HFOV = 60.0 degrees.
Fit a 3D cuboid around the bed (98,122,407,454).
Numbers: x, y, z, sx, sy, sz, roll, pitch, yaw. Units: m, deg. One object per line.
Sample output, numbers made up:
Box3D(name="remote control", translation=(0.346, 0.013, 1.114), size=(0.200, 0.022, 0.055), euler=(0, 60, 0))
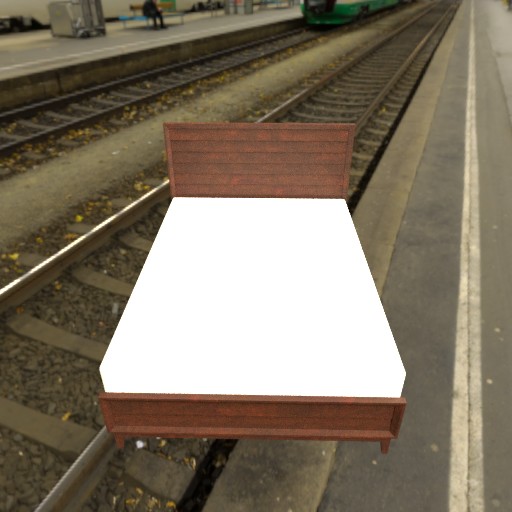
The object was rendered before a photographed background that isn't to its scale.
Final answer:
Box3D(name="bed", translation=(0.000, 0.000, 3.118), size=(1.600, 1.270, 2.184), euler=(1, 32, 1))
